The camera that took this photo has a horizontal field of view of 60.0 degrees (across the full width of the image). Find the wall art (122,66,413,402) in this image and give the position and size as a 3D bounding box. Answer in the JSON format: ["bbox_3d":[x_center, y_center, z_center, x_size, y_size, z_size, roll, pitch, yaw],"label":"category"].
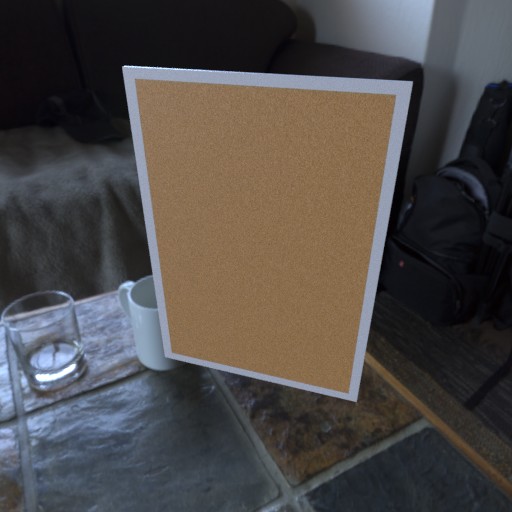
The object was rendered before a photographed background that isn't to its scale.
[{"bbox_3d":[0.000,0.000,1.218,0.659,0.940,0.013,9,33,15],"label":"wall art"}]
